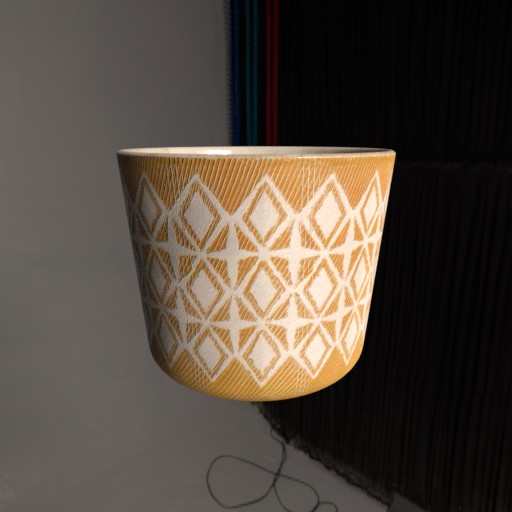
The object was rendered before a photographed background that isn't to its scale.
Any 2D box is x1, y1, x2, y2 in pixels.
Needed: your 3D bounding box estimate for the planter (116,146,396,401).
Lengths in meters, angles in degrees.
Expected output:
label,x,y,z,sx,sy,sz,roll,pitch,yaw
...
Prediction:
label,x,y,z,sx,sy,sz,roll,pitch,yaw
planter,0.000,0.000,0.223,0.126,0.104,0.126,0,15,0
